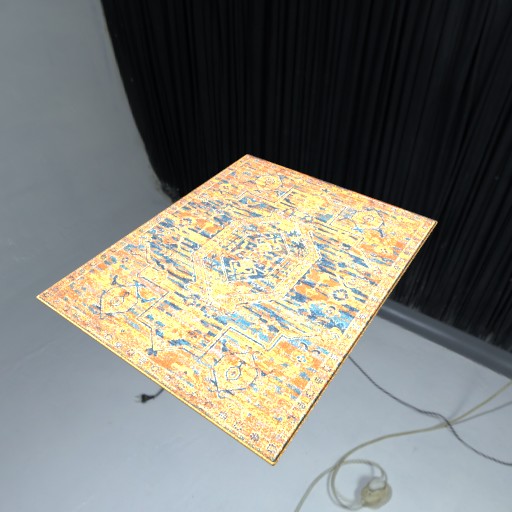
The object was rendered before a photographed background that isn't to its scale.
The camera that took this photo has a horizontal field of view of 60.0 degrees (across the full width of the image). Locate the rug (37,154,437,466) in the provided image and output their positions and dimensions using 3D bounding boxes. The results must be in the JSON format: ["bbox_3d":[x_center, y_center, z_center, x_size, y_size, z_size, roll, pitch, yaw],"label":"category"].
[{"bbox_3d":[0.000,0.000,4.169,2.435,0.031,3.040,25,47,26],"label":"rug"}]
